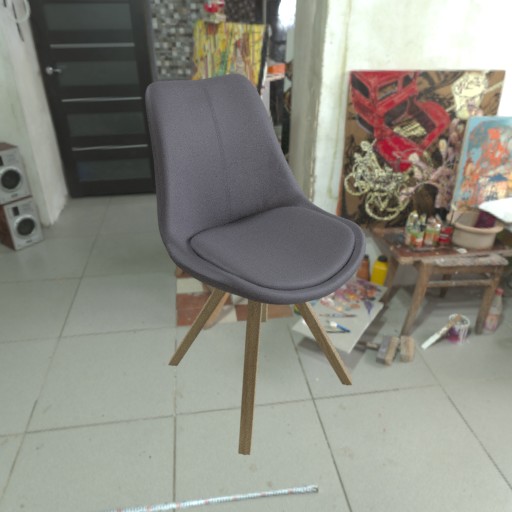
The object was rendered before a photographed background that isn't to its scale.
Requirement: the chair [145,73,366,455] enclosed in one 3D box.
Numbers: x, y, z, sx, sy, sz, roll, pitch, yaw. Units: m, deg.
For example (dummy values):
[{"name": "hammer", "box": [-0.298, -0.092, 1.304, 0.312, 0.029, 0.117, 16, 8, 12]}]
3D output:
[{"name": "chair", "box": [0.000, 0.000, 1.217, 0.483, 0.865, 0.547, -21, 36, -32]}]
